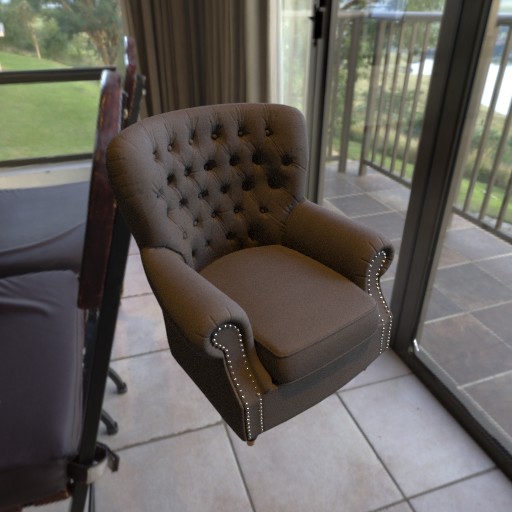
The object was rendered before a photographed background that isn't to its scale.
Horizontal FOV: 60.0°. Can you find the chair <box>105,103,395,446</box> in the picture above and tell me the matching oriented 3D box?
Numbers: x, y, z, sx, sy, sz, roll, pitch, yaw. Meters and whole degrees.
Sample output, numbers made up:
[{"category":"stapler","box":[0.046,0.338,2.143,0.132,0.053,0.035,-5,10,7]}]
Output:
[{"category":"chair","box":[0.000,0.000,1.832,0.983,1.046,0.983,-21,36,-32]}]
